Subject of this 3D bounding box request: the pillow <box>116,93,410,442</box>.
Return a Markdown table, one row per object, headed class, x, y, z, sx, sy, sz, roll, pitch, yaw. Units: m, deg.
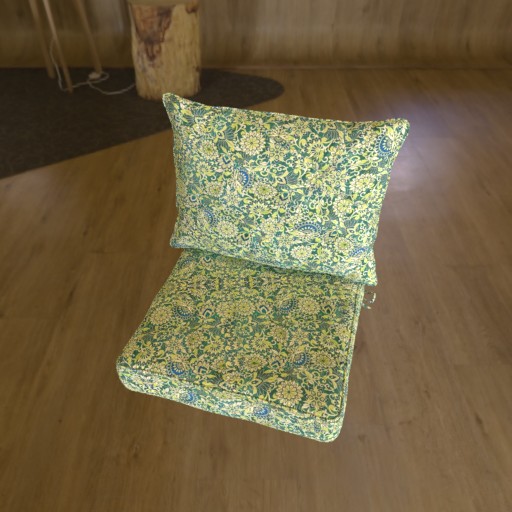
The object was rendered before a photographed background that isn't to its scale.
| class | x | y | z | sx | sy | sz | roll | pitch | yaw |
| --- | --- | --- | --- | --- | --- | --- | --- | --- | --- |
| pillow | 0.000 | 0.000 | 1.362 | 0.798 | 0.722 | 0.740 | 11 | 43 | 12 |
